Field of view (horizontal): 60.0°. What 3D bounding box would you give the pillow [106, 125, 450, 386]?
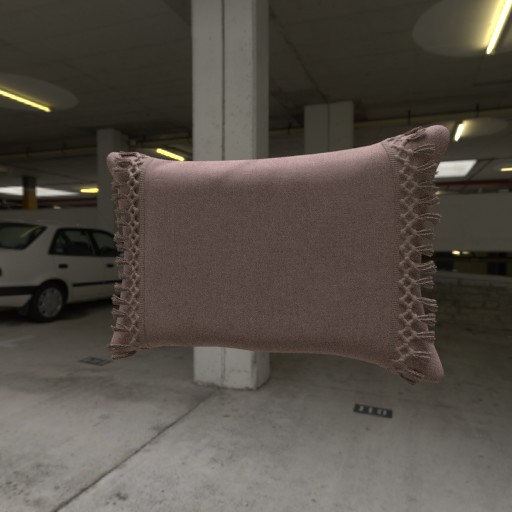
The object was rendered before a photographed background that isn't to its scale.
[{"bbox_3d":[0.000,0.000,0.583,0.466,0.305,0.084,1,2,19],"label":"pillow"}]
